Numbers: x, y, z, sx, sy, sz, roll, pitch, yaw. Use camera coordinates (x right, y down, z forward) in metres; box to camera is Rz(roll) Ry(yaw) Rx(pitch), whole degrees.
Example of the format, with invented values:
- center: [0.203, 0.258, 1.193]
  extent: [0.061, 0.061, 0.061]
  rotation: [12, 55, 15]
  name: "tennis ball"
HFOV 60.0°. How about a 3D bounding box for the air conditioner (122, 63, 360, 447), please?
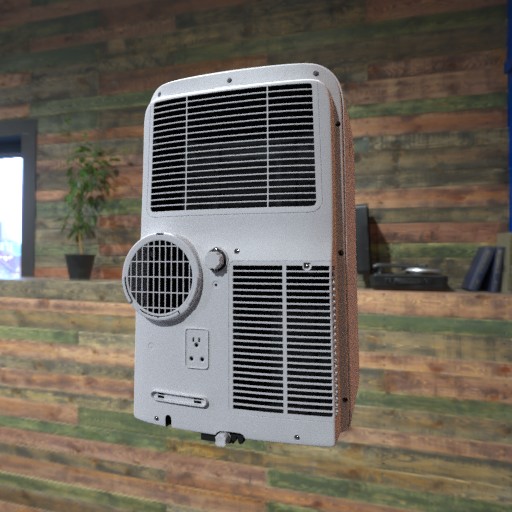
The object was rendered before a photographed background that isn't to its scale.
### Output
- center: [0.000, 0.000, 1.068]
  extent: [0.478, 0.765, 0.467]
  rotation: [0, 0, 18]
  name: "air conditioner"
